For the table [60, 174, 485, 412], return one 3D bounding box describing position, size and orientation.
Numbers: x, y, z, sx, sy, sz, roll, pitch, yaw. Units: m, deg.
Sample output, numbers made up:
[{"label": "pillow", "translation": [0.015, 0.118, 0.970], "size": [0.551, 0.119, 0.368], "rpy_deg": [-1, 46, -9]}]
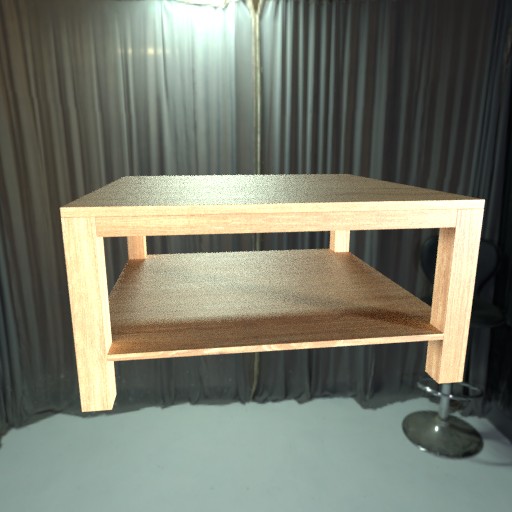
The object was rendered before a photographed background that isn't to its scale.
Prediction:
[{"label": "table", "translation": [0.000, 0.000, 1.410], "size": [0.900, 0.450, 0.900], "rpy_deg": [-2, 14, -8]}]
